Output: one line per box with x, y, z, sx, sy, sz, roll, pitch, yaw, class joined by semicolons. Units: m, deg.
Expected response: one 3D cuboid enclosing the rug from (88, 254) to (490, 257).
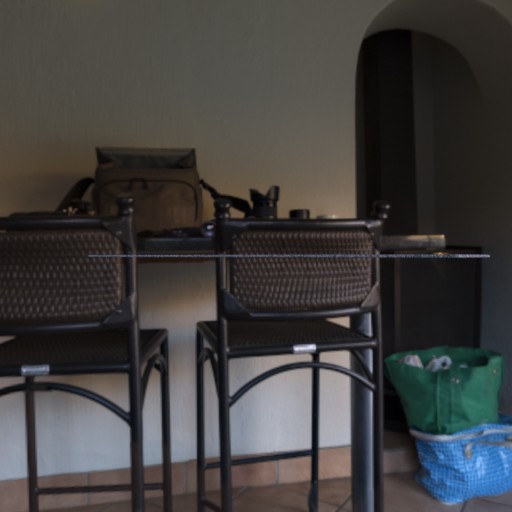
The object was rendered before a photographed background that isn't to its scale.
0.000;0.000;2.536;2.296;0.011;0.691;0;0;37;rug
